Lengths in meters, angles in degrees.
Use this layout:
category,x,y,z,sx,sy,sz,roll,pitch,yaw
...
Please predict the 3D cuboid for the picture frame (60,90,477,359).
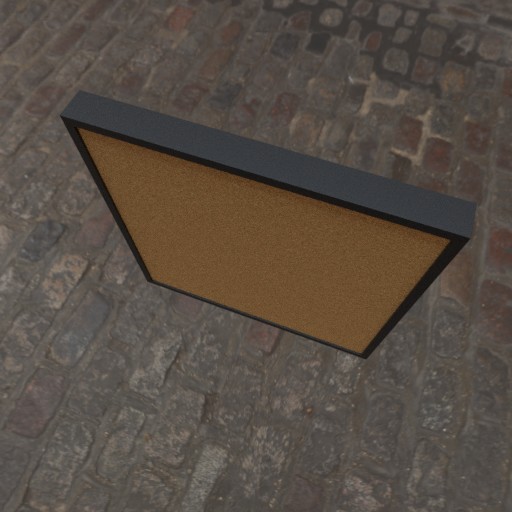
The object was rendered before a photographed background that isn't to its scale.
category,x,y,z,sx,sy,sz,roll,pitch,yaw
picture frame,0.000,0.000,0.468,0.317,0.317,0.030,18,64,9
